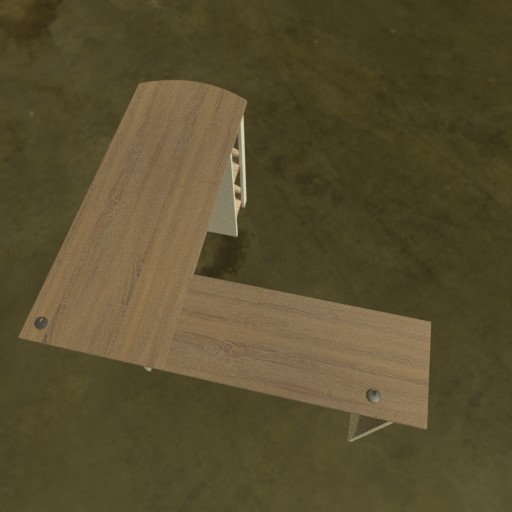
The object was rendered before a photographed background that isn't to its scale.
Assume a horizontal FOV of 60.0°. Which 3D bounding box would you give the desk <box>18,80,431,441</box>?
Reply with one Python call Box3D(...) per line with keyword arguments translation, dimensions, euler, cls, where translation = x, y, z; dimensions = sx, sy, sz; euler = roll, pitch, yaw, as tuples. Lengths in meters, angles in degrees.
Box3D(translation=(0.000, 0.000, 2.037), dimensions=(1.361, 0.716, 1.303), euler=(11, 63, 6), cls="desk")
